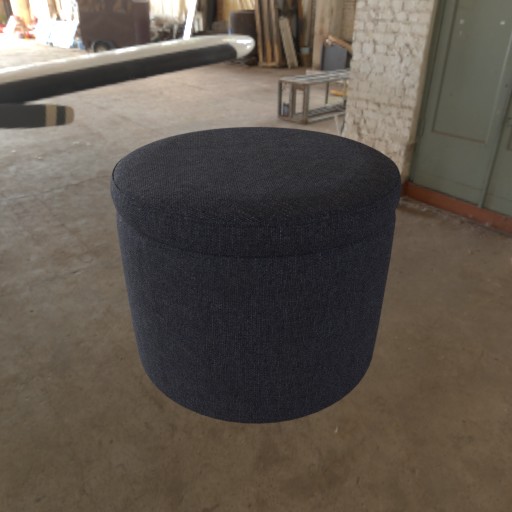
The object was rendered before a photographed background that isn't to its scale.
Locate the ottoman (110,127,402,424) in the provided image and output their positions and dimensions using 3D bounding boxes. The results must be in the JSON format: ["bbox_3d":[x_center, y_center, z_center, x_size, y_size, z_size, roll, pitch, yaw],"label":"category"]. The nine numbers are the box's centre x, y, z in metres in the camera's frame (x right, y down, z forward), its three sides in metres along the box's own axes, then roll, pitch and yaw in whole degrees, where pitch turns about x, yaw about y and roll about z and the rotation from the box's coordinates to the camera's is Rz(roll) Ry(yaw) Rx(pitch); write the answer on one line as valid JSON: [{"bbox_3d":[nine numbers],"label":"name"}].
[{"bbox_3d":[0.000,0.000,0.904,0.520,0.430,0.520,0,30,0],"label":"ottoman"}]
